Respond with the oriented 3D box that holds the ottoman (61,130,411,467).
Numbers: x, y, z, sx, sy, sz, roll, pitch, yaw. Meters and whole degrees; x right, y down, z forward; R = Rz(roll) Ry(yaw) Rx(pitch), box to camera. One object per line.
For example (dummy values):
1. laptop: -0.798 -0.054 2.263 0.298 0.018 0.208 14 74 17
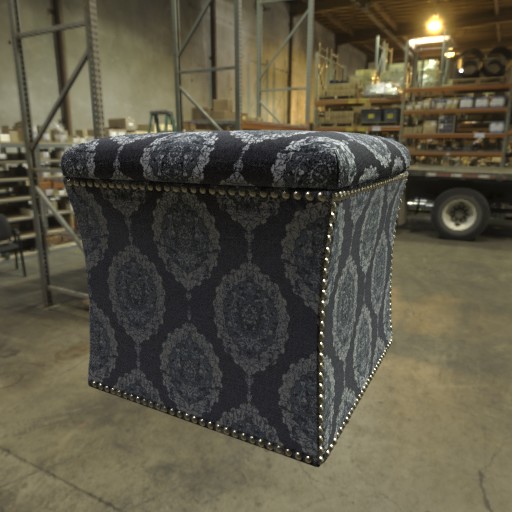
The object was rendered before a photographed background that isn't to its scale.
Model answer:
1. ottoman: 0.000 0.000 0.874 0.497 0.475 0.507 8 16 27
